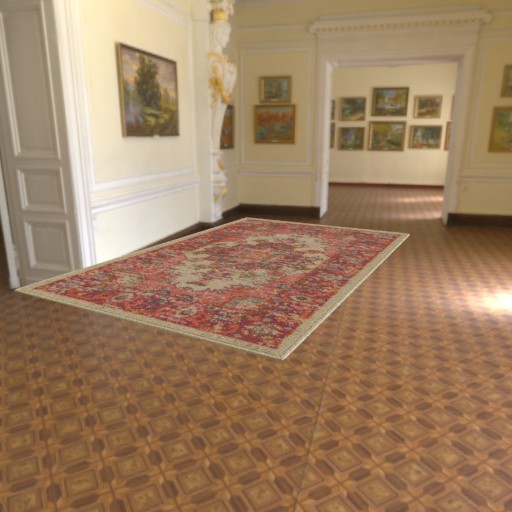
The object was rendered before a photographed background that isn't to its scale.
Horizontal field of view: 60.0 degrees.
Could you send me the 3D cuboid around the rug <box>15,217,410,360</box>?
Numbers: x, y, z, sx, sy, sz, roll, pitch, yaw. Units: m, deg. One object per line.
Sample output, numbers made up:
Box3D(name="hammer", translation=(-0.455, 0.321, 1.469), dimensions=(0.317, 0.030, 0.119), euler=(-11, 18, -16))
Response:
Box3D(name="rug", translation=(0.000, 0.000, 1.064), dimensions=(0.556, 0.004, 0.868), euler=(8, 17, 28))
